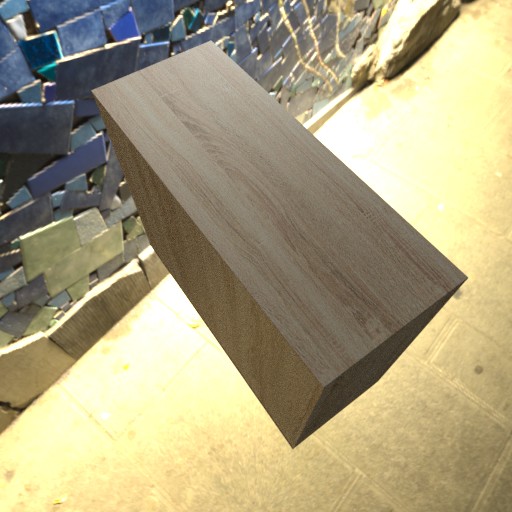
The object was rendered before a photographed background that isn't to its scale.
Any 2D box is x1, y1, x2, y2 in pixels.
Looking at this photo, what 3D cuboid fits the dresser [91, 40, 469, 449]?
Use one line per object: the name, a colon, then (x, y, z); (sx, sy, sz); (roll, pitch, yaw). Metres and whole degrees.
dresser: (0.000, 0.000, 1.571); (0.450, 0.900, 1.100); (-31, 64, -17)
